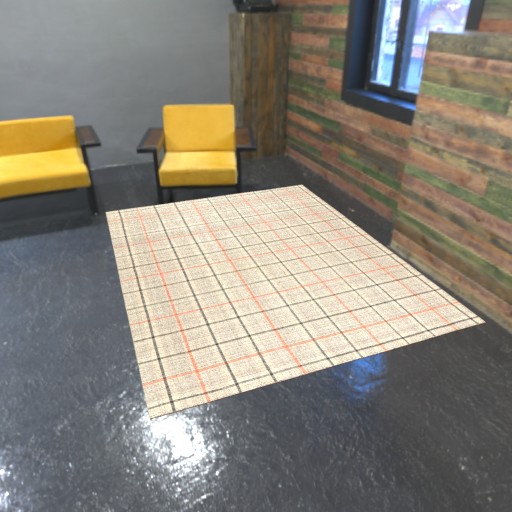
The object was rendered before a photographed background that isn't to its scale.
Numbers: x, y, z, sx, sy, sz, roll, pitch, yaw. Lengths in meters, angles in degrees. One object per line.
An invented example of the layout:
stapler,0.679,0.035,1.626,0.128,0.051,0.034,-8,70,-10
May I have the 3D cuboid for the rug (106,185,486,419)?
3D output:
rug,0.000,0.000,4.102,2.444,0.012,3.048,-11,31,-18
